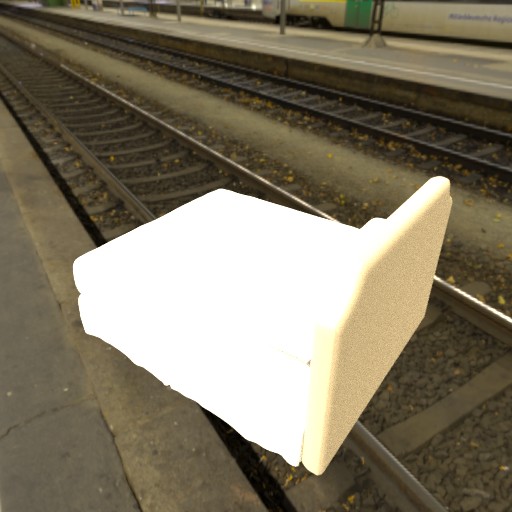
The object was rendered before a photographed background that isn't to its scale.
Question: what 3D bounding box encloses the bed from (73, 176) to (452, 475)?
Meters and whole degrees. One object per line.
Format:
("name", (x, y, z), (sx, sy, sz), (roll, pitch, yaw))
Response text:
("bed", (0.000, 0.000, 3.845), (2.548, 1.524, 2.134), (21, 37, 30))
